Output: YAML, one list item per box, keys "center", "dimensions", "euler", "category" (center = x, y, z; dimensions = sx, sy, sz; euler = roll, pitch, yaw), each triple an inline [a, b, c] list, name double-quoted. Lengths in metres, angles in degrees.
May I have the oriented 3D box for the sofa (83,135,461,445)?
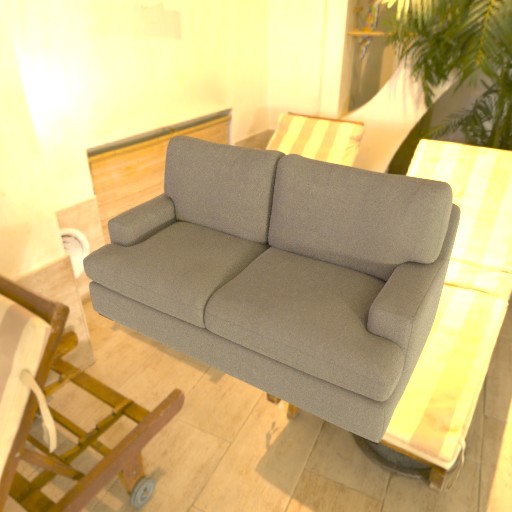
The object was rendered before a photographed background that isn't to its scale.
- center: [0.000, 0.000, 2.430]
  dimensions: [1.855, 0.980, 0.962]
  euler: [17, 34, 27]
  category: "sofa"
